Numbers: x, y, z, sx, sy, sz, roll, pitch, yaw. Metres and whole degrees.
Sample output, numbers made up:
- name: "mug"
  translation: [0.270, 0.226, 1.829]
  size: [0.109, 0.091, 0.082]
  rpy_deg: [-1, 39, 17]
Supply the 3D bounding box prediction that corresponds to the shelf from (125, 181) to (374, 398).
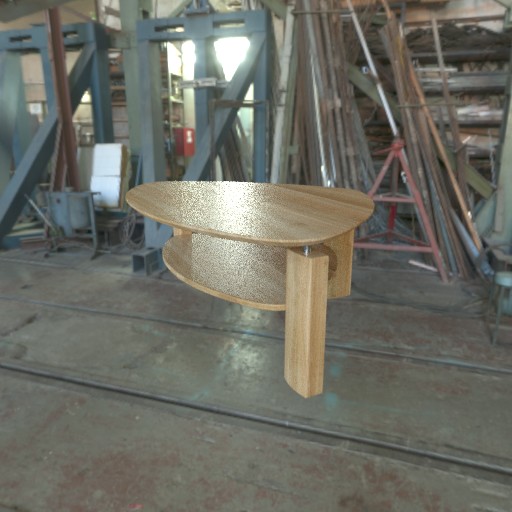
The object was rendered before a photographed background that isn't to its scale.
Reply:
- name: "shelf"
  translation: [0.000, 0.000, 1.632]
  size: [0.863, 0.439, 1.240]
  rpy_deg: [-8, 18, -26]
